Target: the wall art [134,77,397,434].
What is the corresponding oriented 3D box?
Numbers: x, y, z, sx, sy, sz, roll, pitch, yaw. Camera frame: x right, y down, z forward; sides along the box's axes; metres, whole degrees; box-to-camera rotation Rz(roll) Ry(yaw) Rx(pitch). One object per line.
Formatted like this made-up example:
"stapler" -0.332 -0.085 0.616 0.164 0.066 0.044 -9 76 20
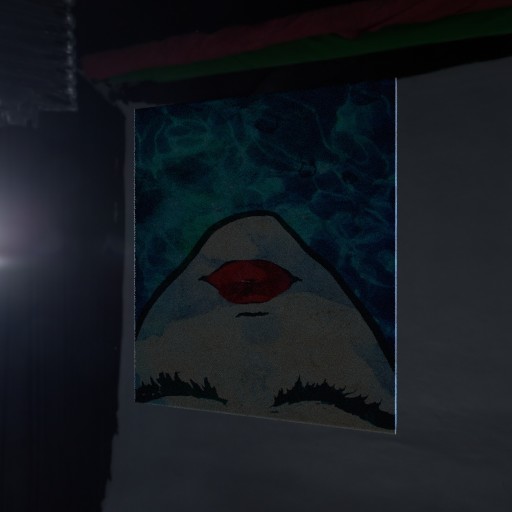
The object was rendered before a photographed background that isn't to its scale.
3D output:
"wall art" 0.000 0.000 0.716 0.432 0.508 0.038 0 0 19
